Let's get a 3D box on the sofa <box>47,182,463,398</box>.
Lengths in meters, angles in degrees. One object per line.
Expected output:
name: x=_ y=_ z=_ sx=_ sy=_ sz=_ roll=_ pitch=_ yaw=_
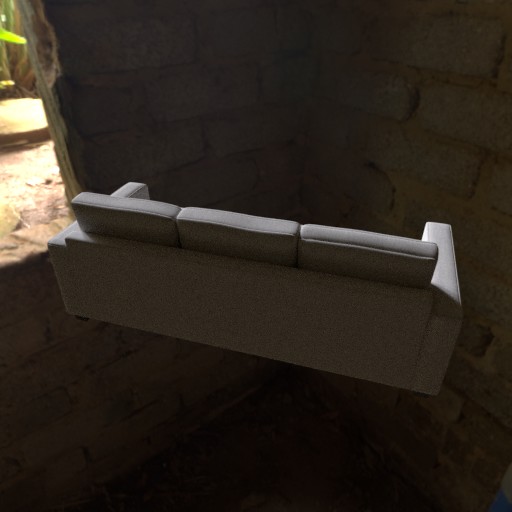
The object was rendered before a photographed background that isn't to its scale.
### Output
sofa: x=0.000 y=0.000 z=2.568 sx=2.120 sy=0.800 sz=0.900 roll=9 pitch=34 yaw=14
